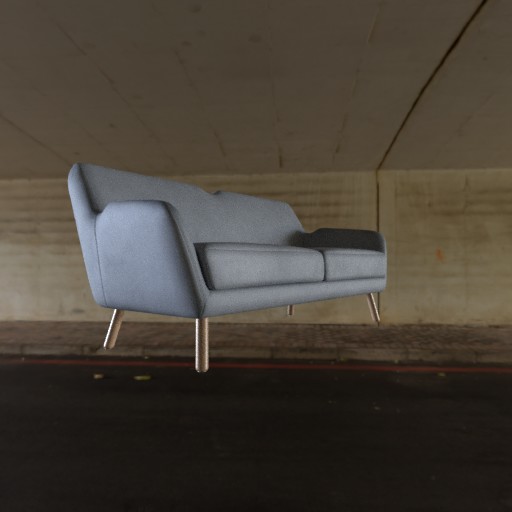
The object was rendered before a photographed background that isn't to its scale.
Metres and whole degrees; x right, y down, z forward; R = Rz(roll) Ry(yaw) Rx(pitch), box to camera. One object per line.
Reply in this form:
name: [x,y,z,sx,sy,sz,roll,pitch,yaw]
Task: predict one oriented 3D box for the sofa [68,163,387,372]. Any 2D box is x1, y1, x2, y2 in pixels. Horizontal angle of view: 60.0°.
sofa: [0.000,0.000,2.365,0.850,0.810,1.870,-1,-1,37]
